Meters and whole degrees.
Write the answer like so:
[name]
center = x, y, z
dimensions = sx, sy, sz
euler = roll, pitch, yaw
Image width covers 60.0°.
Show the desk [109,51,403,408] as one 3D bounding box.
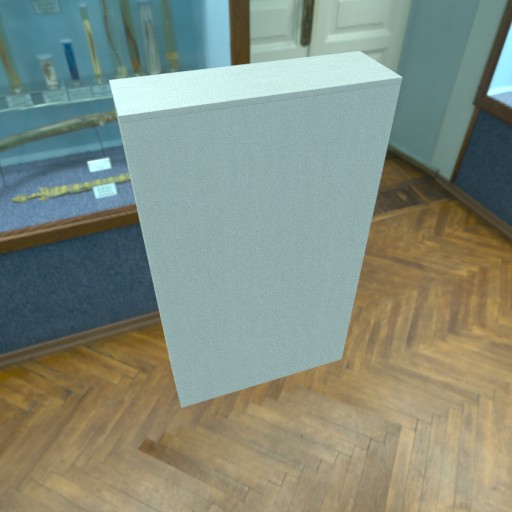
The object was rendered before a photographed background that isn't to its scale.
[desk]
center = 0.000, 0.000, 1.615
dimensions = 0.750, 1.280, 0.250
euler = -13, 43, -14
